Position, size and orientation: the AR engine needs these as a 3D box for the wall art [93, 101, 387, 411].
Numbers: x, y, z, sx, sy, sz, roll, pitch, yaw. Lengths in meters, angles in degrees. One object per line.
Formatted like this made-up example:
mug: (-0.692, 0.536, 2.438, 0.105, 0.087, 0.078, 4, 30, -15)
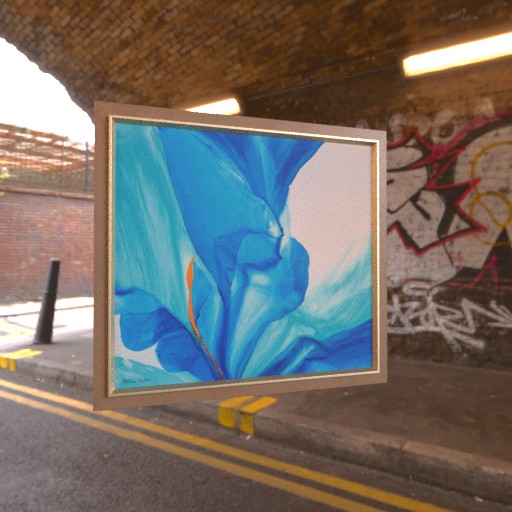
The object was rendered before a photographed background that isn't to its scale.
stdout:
wall art: (0.000, 0.000, 1.698, 1.168, 1.067, 0.025, 0, -1, -18)
